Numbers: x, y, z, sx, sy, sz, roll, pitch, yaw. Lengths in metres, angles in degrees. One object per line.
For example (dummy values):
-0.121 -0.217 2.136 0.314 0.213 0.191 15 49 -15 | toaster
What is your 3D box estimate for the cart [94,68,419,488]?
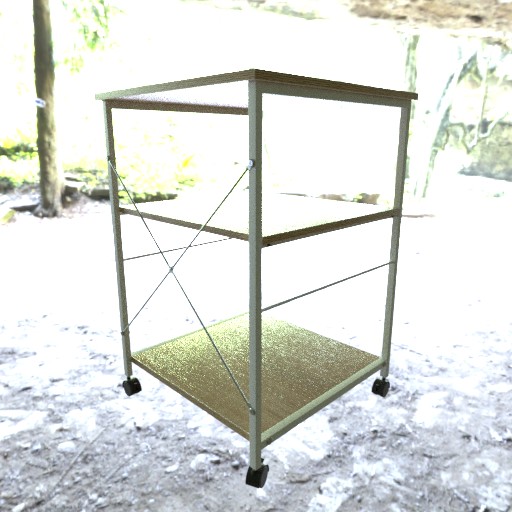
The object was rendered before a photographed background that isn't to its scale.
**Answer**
0.000 0.000 1.101 0.520 0.762 0.521 -14 20 -43 | cart
